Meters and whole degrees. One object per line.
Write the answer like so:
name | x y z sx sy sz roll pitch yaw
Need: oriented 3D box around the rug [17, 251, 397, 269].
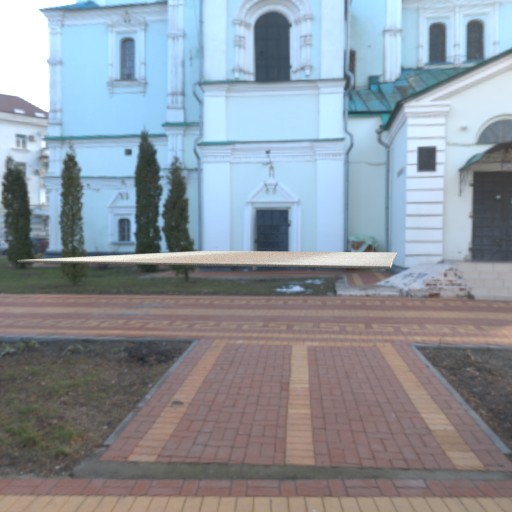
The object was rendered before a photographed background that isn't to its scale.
rug | 0.000 0.000 4.070 2.438 0.013 3.048 1 2 18
